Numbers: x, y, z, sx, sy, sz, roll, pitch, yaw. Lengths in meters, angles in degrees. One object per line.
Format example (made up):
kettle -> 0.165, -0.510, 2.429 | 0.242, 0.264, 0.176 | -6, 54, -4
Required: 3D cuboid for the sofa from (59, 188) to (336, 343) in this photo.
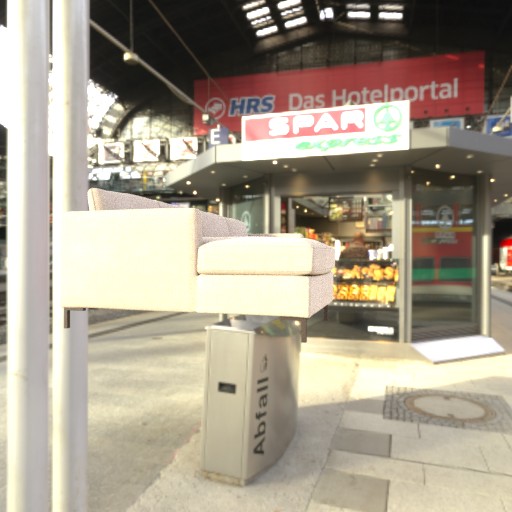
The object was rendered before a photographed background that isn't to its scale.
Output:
sofa -> 0.000, 0.000, 3.653 | 1.469, 0.816, 2.923 | 0, 0, 17
